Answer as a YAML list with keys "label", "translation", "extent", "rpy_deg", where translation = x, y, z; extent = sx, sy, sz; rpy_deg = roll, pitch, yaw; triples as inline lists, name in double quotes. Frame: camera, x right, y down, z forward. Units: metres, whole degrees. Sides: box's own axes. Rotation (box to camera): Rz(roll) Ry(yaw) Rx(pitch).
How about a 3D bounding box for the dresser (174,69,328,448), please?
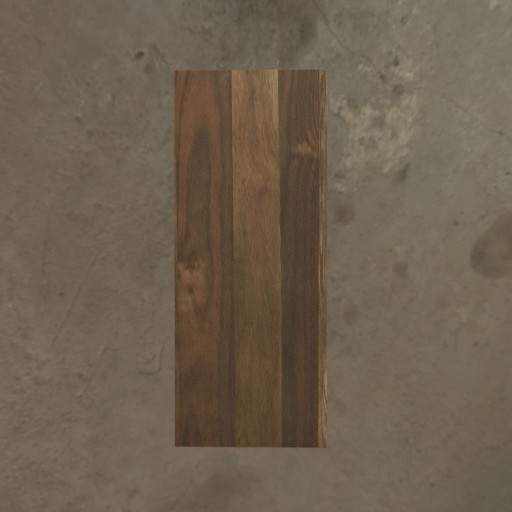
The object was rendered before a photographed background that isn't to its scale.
- label: "dresser"
  translation: [0.000, 0.000, 1.940]
  extent: [0.442, 1.393, 1.062]
  rpy_deg: [0, 91, 1]
